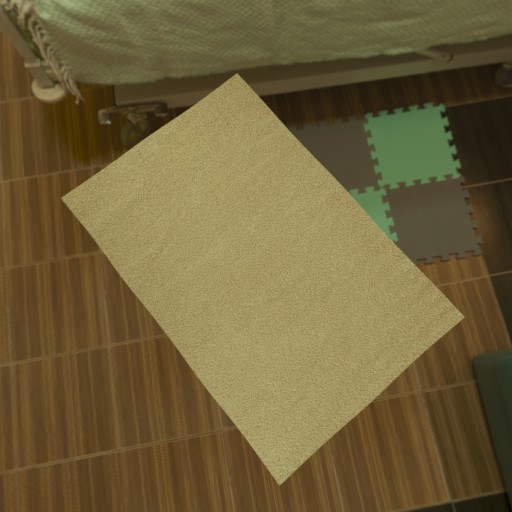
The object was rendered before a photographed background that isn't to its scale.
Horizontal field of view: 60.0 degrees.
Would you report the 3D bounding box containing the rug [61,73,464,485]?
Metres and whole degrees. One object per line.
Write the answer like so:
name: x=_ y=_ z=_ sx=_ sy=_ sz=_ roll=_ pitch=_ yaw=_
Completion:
rug: x=0.000 y=0.000 z=3.418 sx=1.800 sy=0.025 sz=2.699 roll=-39 pitch=79 yaw=-9
